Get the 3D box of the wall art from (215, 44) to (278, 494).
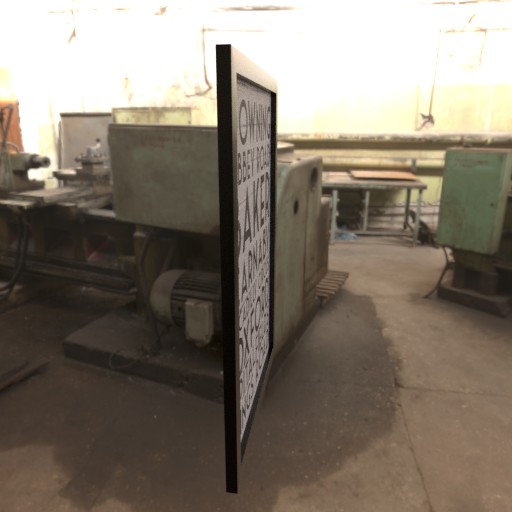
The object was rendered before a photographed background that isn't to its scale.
[{"bbox_3d":[0.000,0.000,0.833,0.019,0.656,0.462,3,17,9],"label":"wall art"}]
